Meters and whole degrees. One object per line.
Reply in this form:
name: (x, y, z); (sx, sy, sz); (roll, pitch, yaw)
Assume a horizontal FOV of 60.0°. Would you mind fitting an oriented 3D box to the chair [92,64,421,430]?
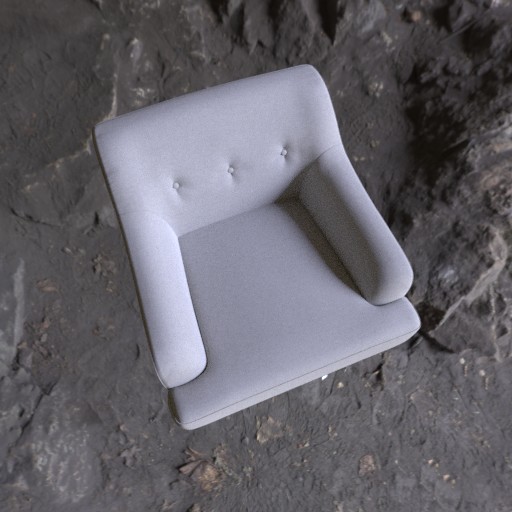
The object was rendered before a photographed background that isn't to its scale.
chair: (0.000, 0.000, 1.669); (0.946, 0.818, 0.951); (-20, 65, -9)
